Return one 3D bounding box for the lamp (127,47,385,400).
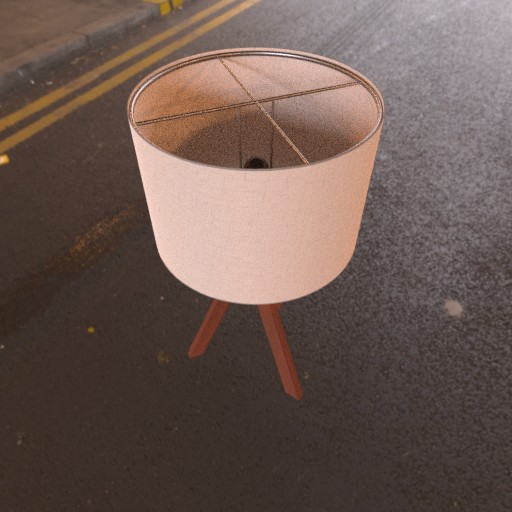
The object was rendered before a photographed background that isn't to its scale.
[{"bbox_3d":[0.000,0.000,0.910,0.380,0.686,0.380,-16,48,-15],"label":"lamp"}]
